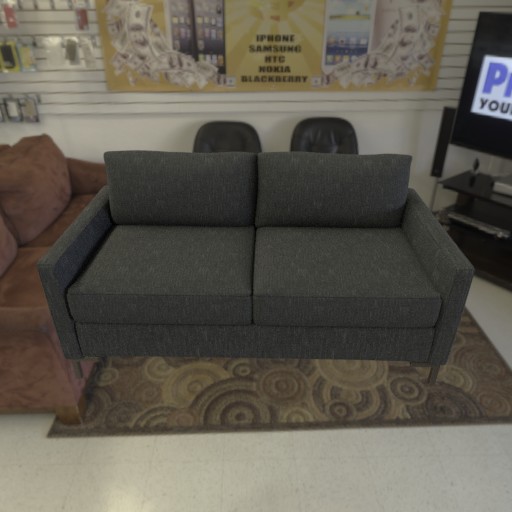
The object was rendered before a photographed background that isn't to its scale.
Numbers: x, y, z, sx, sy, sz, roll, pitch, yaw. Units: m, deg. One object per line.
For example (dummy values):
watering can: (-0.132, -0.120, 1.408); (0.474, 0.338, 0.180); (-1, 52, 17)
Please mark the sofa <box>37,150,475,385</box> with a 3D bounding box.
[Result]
sofa: (0.000, 0.000, 2.142); (1.716, 0.862, 0.866); (1, 30, 1)
